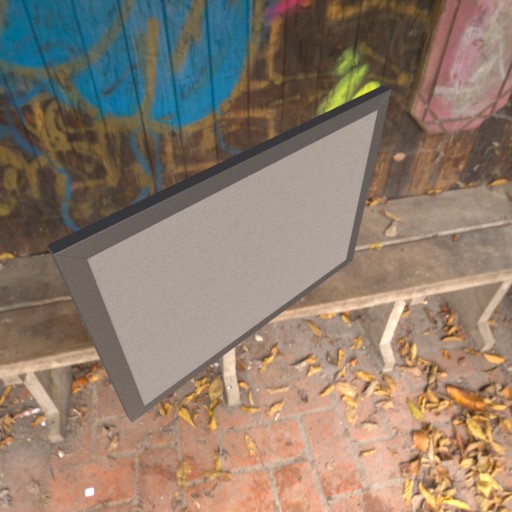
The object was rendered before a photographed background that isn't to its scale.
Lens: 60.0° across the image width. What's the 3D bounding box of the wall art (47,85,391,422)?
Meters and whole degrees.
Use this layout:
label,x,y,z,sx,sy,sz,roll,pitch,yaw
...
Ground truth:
label,x,y,z,sx,sy,sz,roll,pitch,yaw
wall art,0.000,0.000,0.558,0.432,0.306,0.016,-32,54,-28
